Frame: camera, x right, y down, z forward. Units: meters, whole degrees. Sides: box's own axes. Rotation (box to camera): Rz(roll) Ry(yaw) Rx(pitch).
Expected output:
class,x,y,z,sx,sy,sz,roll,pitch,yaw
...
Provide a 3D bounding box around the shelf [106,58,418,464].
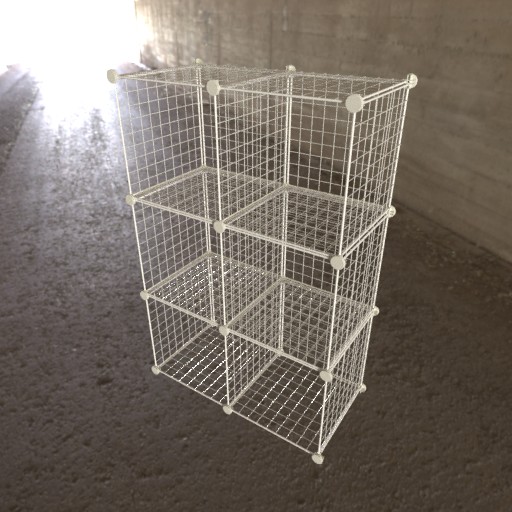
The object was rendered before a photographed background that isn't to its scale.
class,x,y,z,sx,sy,sz,roll,pitch,yaw
shelf,0.000,0.000,1.379,0.711,1.067,0.356,18,34,29
